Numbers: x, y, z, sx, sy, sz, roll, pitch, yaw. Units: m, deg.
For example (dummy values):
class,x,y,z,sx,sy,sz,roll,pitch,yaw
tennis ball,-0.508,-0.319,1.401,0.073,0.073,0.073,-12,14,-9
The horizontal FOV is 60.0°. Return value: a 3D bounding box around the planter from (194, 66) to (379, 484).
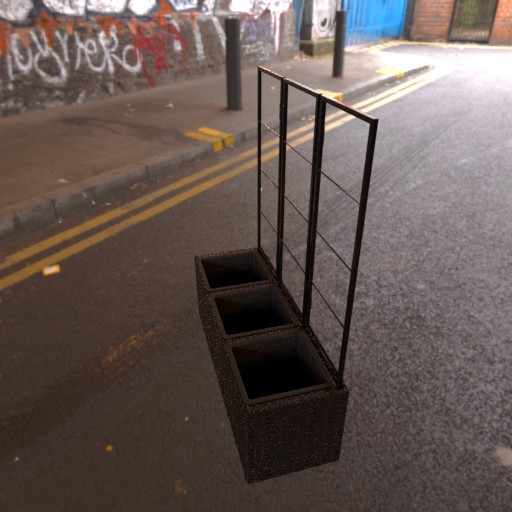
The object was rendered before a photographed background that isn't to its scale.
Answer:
class,x,y,z,sx,sy,sz,roll,pitch,yaw
planter,0.000,0.000,1.166,0.244,0.841,0.698,-8,31,-14
